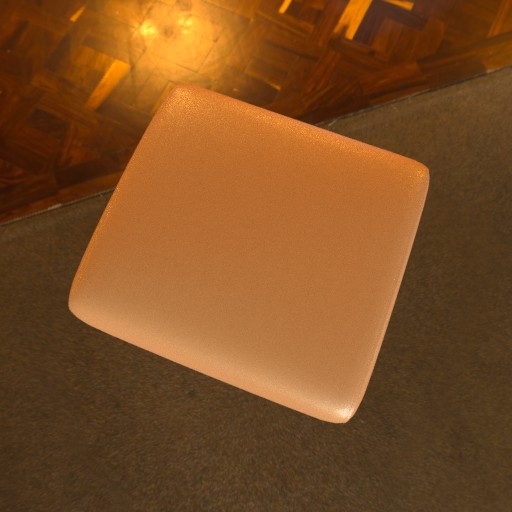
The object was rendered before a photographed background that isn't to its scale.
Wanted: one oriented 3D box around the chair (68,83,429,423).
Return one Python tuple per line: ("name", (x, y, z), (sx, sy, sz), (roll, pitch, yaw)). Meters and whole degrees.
("chair", (0.000, 0.000, 0.922), (0.530, 0.410, 0.530), (21, 76, 5))
